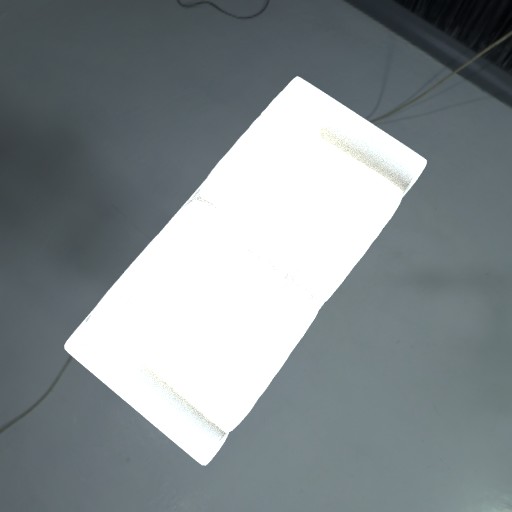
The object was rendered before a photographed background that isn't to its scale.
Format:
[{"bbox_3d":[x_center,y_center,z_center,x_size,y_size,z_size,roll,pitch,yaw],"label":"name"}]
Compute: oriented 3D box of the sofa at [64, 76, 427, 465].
[{"bbox_3d":[0.000,0.000,2.780,1.070,0.801,2.262,37,78,9],"label":"sofa"}]
